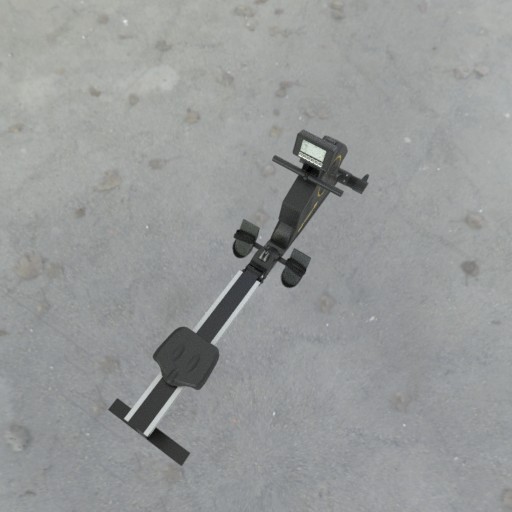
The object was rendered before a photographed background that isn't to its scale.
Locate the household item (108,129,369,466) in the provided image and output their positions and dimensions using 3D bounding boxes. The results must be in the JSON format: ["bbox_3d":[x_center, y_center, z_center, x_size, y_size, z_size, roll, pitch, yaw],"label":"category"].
[{"bbox_3d":[0.000,0.000,2.525,0.521,0.810,2.251,31,69,14],"label":"household item"}]
